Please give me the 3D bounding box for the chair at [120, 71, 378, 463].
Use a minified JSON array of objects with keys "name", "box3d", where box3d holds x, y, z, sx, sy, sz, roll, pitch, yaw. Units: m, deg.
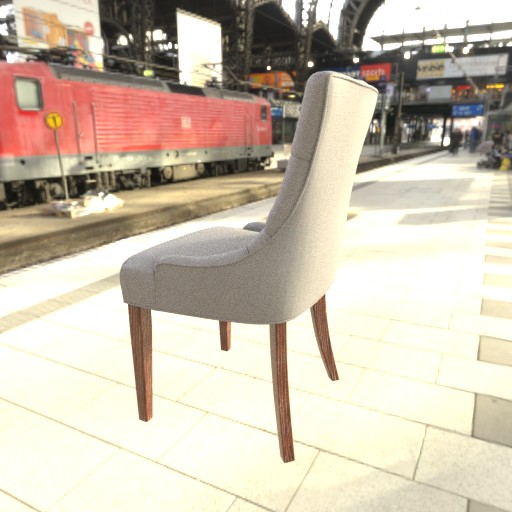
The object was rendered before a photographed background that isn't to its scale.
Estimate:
[{"name":"chair","box3d":[0.000,0.000,1.204,0.565,0.874,0.509,7,17,25]}]
